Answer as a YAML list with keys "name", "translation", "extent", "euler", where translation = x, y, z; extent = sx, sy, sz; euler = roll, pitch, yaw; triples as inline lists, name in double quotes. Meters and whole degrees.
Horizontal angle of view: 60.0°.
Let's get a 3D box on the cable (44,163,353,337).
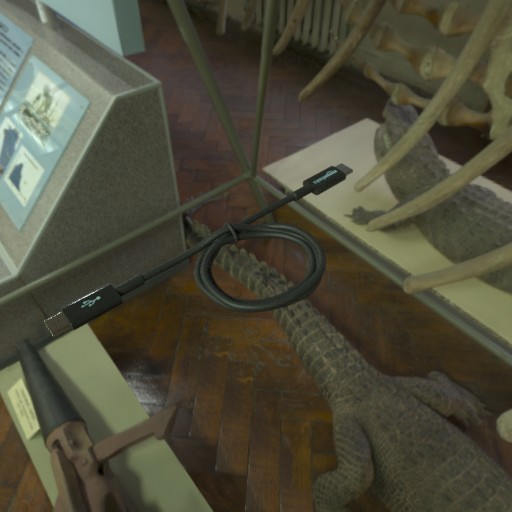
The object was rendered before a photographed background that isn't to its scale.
- name: "cable"
  translation: [0.000, 0.000, 0.233]
  extent: [0.203, 0.014, 0.070]
  euler: [-31, 53, -27]
